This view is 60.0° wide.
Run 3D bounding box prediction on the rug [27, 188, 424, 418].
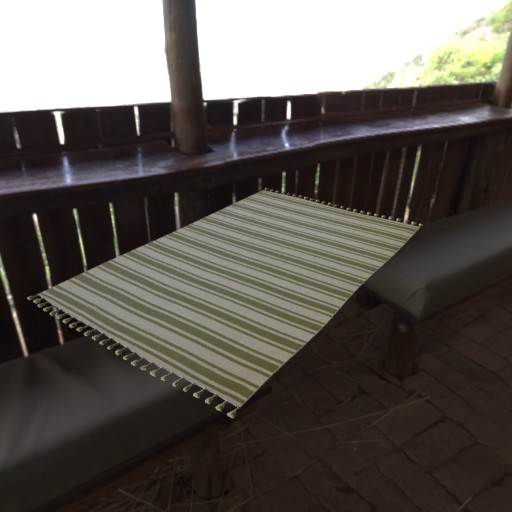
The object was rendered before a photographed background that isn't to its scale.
[{"bbox_3d":[0.000,0.000,2.321,1.162,0.013,1.875,19,33,32],"label":"rug"}]
